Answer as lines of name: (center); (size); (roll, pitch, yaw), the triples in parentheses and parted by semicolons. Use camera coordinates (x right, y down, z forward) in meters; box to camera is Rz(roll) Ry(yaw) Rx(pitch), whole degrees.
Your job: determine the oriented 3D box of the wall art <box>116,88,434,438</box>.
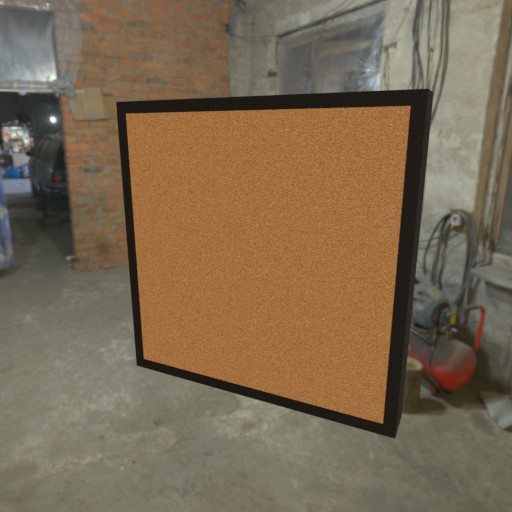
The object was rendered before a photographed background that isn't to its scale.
wall art: (0.000, 0.000, 0.450); (0.305, 0.304, 0.038); (7, 17, 25)
